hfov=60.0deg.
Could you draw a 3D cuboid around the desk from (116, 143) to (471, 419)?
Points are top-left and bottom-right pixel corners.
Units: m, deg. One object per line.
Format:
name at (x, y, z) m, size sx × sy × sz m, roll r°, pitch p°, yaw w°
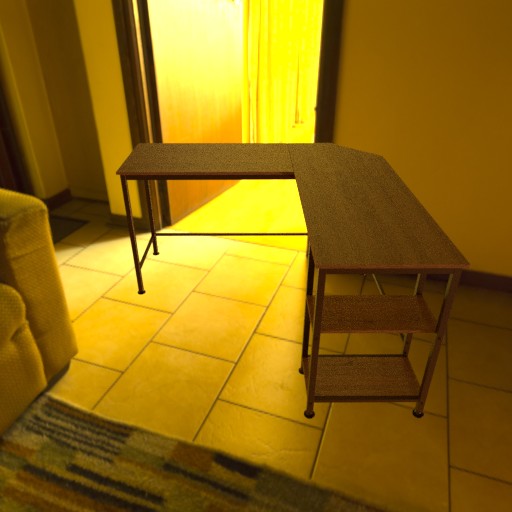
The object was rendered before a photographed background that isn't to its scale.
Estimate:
desk at (0.000, 0.000, 2.210) m, size 1.379 × 0.739 × 1.379 m, roll 0°, pitch 30°, yaw 0°
